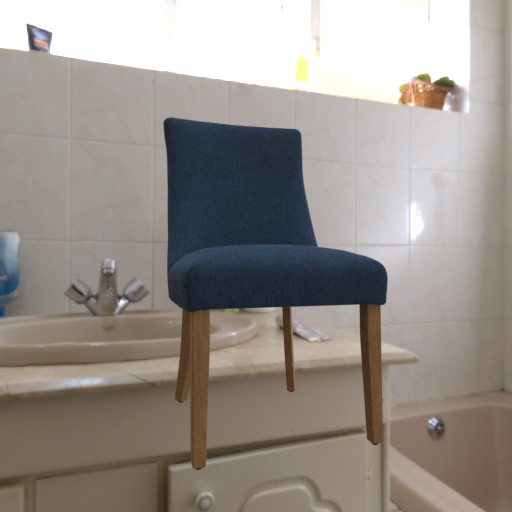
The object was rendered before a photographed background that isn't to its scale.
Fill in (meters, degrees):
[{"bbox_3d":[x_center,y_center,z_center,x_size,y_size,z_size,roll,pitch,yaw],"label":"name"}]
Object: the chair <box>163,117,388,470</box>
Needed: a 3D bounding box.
[{"bbox_3d":[0.000,0.000,1.262,0.495,0.902,0.609,0,-1,-17],"label":"chair"}]
